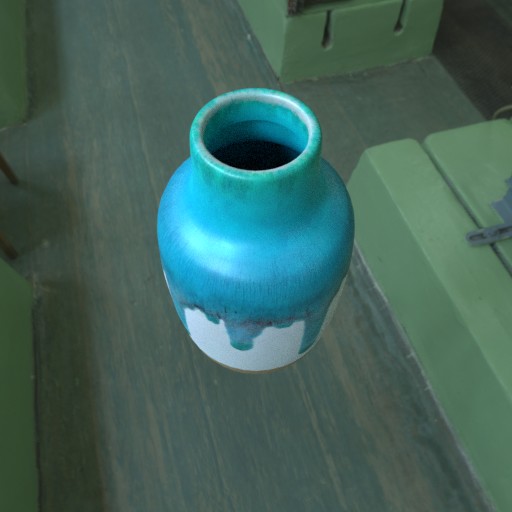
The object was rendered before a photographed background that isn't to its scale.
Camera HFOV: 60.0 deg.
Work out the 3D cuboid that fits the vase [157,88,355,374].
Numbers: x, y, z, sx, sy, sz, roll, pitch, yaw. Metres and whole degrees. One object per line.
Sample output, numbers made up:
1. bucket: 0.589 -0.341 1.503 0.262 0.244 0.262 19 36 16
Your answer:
1. vase: 0.000 0.000 0.257 0.106 0.192 0.106 0 58 0
